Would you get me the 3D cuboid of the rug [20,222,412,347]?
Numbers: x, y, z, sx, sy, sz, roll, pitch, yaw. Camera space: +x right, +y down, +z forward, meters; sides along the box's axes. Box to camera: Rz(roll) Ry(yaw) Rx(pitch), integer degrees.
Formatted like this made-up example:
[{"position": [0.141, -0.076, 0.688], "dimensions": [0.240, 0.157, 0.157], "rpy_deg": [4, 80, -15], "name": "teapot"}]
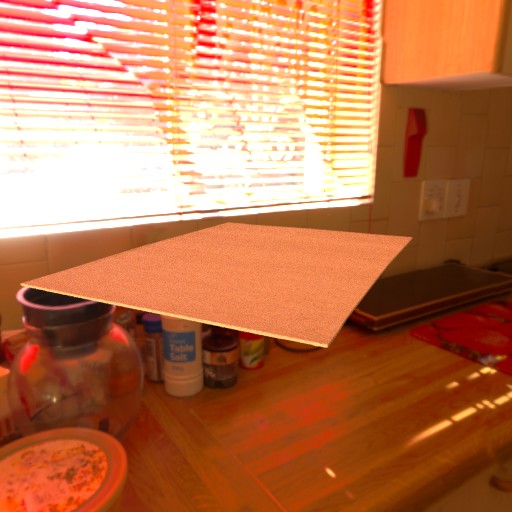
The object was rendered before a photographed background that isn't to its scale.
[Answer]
[{"position": [0.000, 0.000, 4.230], "dimensions": [2.434, 0.045, 3.202], "rpy_deg": [7, 15, 26], "name": "rug"}]
